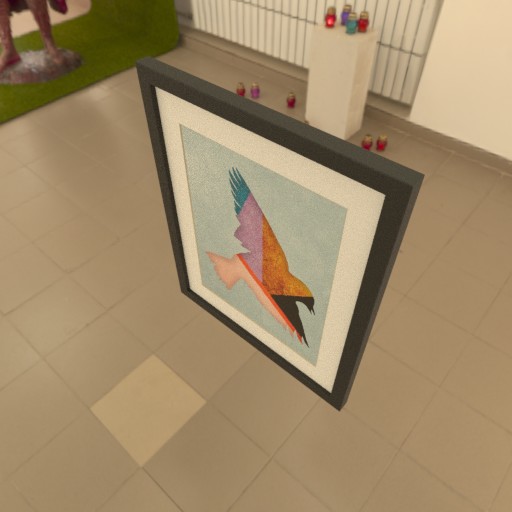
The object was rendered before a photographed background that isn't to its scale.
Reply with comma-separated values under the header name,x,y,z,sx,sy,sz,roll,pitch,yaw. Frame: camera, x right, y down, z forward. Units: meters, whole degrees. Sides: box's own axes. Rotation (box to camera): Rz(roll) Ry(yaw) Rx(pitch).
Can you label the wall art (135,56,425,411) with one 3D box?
name,x,y,z,sx,sy,sz,roll,pitch,yaw
wall art,0.000,0.000,0.774,0.457,0.558,0.028,32,55,26
